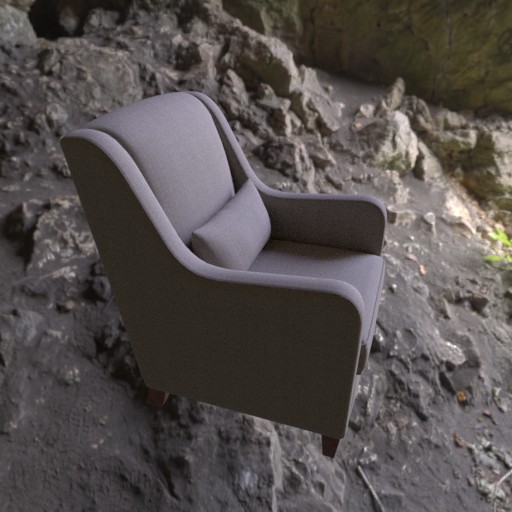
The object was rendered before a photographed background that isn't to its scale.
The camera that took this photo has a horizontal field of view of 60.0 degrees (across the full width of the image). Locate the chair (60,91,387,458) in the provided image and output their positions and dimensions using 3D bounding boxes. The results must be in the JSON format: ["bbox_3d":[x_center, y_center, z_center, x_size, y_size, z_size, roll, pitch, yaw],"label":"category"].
[{"bbox_3d":[0.000,0.000,1.585,0.890,1.017,0.715,10,32,17],"label":"chair"}]
